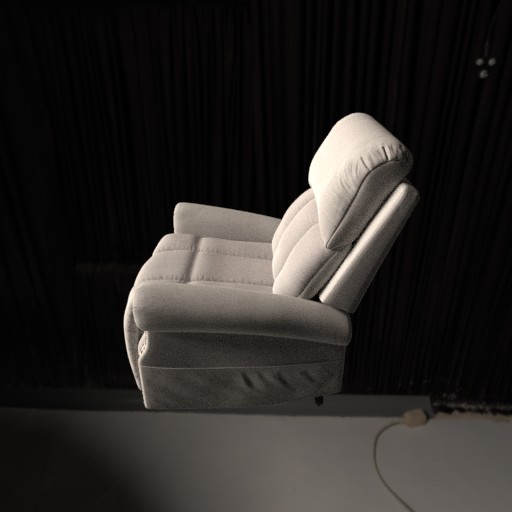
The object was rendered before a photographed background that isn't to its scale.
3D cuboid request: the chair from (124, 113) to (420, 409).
[{"bbox_3d":[0.000,0.000,1.773,0.979,1.031,0.871,0,28,1],"label":"chair"}]
